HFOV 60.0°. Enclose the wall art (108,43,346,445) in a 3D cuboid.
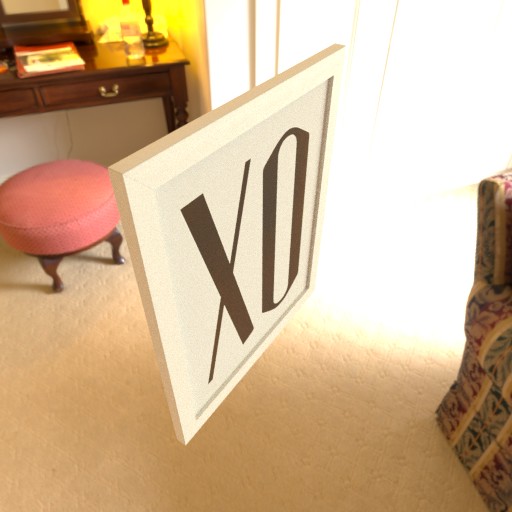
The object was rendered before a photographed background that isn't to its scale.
[{"bbox_3d":[0.000,0.000,0.715,0.020,0.536,0.444,25,48,25],"label":"wall art"}]
